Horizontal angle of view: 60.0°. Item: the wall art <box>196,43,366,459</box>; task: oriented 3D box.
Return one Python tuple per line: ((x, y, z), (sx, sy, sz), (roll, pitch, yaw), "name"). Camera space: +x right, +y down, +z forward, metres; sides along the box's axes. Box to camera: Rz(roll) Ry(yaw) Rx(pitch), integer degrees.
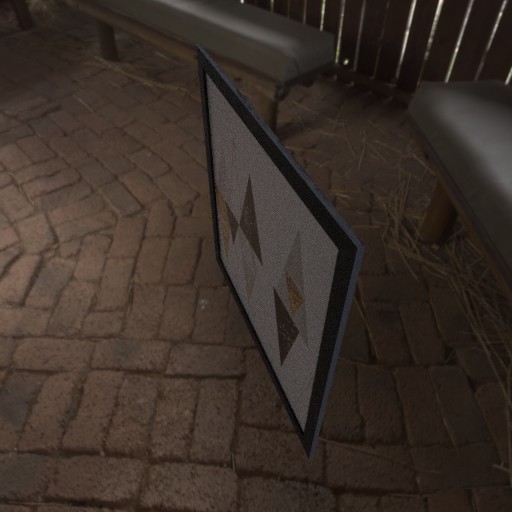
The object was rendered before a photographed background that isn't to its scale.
((0.000, 0.000, 1.201), (0.013, 0.823, 0.823), (-16, 48, -15), "wall art")
